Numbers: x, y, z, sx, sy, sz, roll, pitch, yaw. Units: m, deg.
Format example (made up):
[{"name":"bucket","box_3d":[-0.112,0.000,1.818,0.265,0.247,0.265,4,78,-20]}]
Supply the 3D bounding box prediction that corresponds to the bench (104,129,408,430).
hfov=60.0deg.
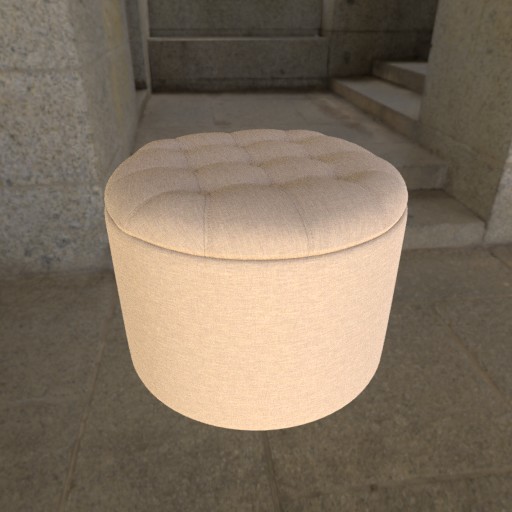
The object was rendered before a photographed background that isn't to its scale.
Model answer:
[{"name":"bench","box_3d":[0.000,0.000,0.984,0.600,0.454,0.600,0,29,0]}]
